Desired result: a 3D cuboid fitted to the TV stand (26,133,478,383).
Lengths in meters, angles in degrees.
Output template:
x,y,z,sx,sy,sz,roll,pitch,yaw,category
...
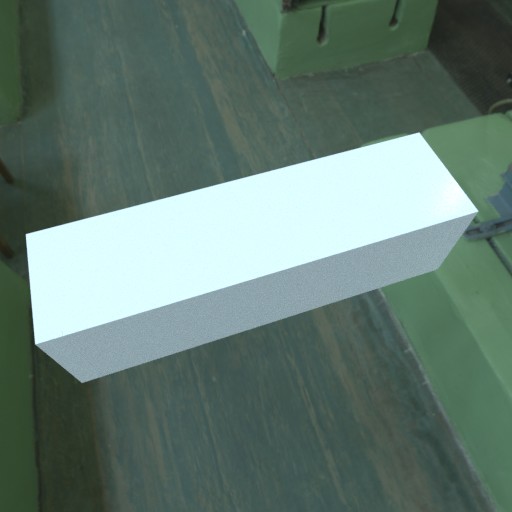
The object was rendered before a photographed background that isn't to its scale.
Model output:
x,y,z,sx,sy,sz,roll,pitch,yaw,category
0.000,0.000,1.708,1.500,0.440,0.410,-16,60,-10,TV stand
